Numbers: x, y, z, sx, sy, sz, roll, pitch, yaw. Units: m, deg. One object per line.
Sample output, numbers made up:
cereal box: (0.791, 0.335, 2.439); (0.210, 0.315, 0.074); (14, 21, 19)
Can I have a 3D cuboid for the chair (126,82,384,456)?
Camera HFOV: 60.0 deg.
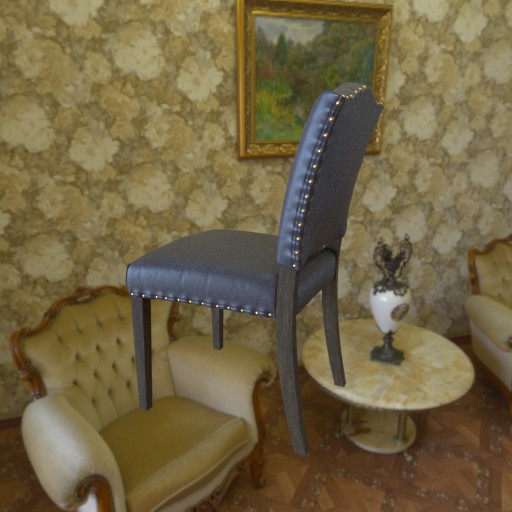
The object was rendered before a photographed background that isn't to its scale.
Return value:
chair: (0.000, 0.000, 1.384); (0.633, 0.991, 0.500); (8, 18, 25)
